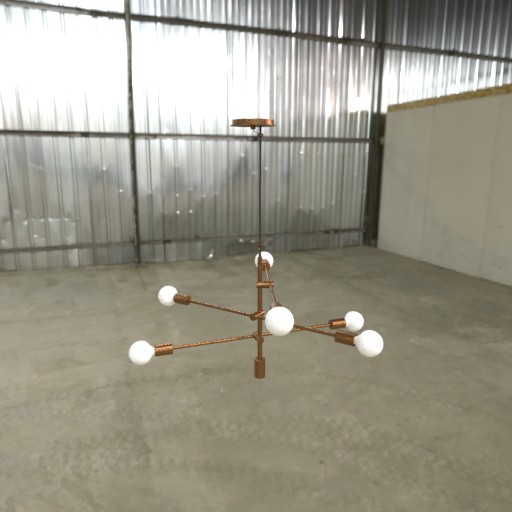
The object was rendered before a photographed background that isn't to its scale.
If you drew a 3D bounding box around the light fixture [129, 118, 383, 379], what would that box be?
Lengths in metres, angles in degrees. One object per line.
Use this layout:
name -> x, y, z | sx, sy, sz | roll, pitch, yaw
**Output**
light fixture -> 0.000, 0.000, 1.267 | 0.682, 0.744, 0.637 | 2, 13, 8
